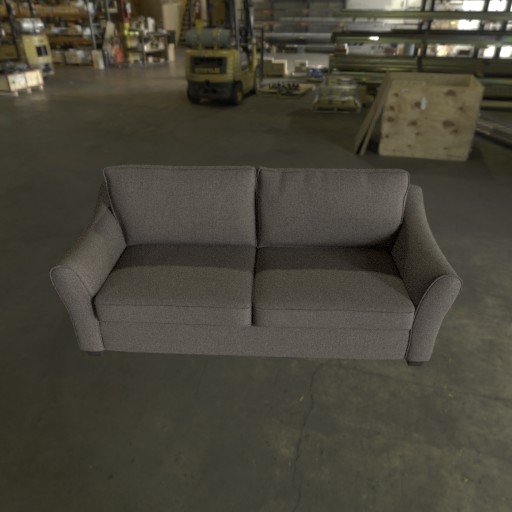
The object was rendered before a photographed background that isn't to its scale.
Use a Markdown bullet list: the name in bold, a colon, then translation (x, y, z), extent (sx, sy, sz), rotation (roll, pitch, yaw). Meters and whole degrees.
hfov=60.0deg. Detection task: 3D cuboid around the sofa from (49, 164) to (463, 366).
- **sofa**: translation (0.000, 0.000, 2.762), extent (2.203, 0.976, 1.013), rotation (1, 29, 2)
